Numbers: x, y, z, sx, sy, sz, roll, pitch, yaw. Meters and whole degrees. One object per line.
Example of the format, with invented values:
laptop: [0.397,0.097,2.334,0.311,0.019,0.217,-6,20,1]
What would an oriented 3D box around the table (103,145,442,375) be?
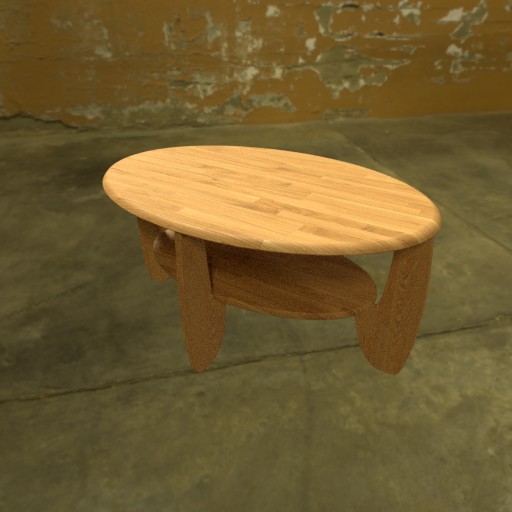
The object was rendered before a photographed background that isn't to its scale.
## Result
table: [0.000,0.000,1.399,1.040,0.490,0.690,18,34,29]
